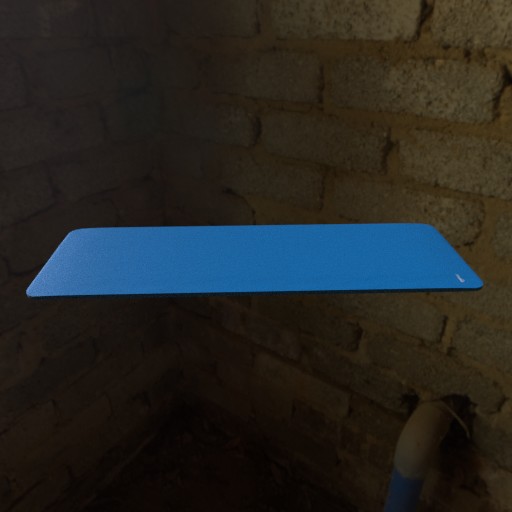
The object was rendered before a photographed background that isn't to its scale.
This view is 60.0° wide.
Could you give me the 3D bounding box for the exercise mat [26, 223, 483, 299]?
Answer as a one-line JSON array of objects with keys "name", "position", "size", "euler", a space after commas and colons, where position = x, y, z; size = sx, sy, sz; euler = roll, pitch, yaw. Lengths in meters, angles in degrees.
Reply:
[{"name": "exercise mat", "position": [0.000, 0.000, 2.030], "size": [1.869, 0.021, 0.616], "euler": [-1, 29, -2]}]
